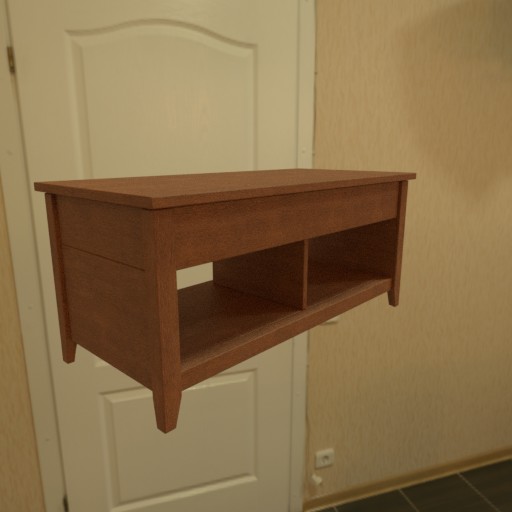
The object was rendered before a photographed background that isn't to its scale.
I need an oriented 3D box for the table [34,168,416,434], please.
[{"bbox_3d":[0.000,0.000,1.296,0.483,0.457,1.016,12,18,42],"label":"table"}]
